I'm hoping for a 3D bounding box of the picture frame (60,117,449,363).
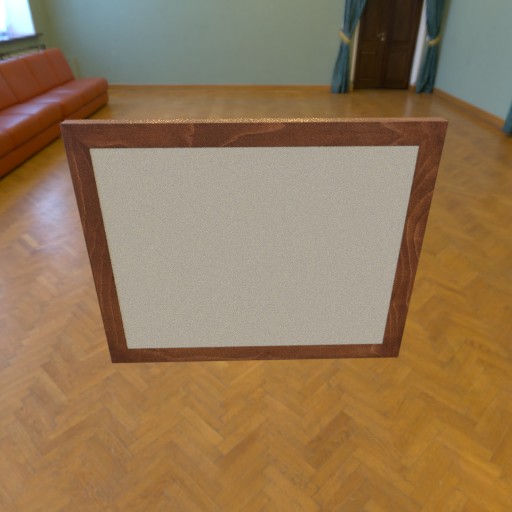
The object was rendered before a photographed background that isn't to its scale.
[{"bbox_3d":[0.000,0.000,0.762,0.559,0.457,0.025,-1,30,-1],"label":"picture frame"}]
